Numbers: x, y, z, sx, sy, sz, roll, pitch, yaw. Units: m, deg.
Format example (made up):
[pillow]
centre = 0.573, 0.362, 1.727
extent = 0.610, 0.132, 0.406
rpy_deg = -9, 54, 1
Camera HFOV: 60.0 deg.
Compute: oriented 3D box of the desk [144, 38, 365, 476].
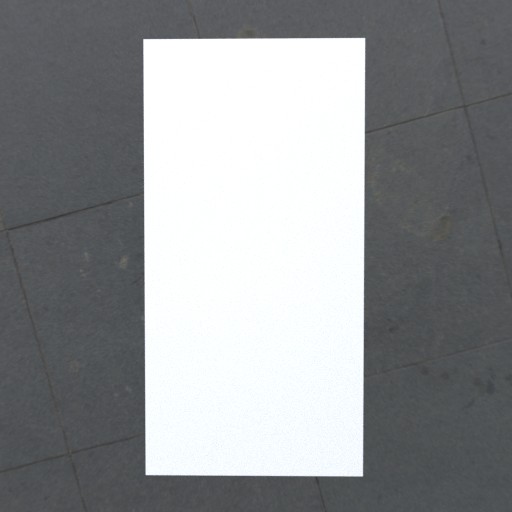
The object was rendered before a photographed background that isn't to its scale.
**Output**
[desk]
centre = 0.000, 0.000, 1.384
extent = 0.497, 0.762, 0.990
rpy_deg = 0, 91, 1
